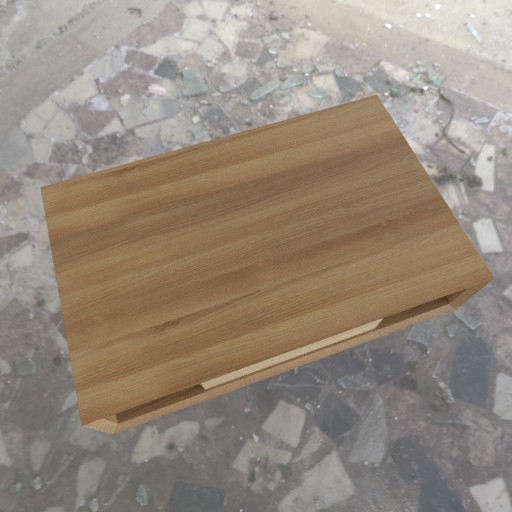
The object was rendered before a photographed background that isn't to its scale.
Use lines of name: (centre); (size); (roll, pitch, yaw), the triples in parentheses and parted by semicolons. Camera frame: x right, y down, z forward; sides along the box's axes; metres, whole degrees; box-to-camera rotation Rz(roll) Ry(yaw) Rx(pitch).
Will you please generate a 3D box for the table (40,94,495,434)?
table: (0.000, 0.000, 1.391); (1.100, 0.330, 0.700); (-18, 65, -8)
